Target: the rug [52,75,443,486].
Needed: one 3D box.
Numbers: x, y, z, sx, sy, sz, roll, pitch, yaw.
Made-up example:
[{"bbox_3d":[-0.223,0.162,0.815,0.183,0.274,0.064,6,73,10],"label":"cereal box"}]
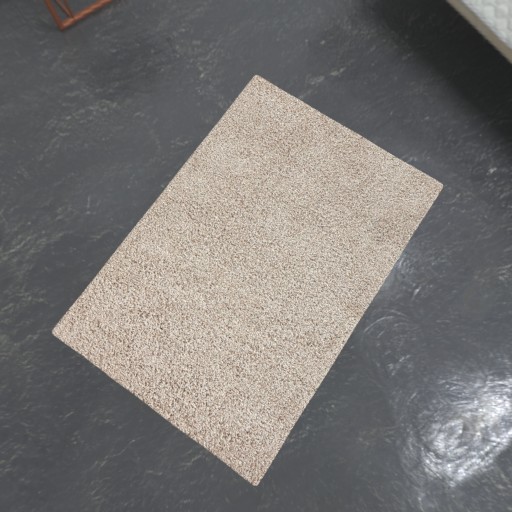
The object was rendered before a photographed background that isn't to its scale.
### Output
[{"bbox_3d":[0.000,0.000,2.272,1.219,0.030,1.778,33,78,8],"label":"rug"}]
